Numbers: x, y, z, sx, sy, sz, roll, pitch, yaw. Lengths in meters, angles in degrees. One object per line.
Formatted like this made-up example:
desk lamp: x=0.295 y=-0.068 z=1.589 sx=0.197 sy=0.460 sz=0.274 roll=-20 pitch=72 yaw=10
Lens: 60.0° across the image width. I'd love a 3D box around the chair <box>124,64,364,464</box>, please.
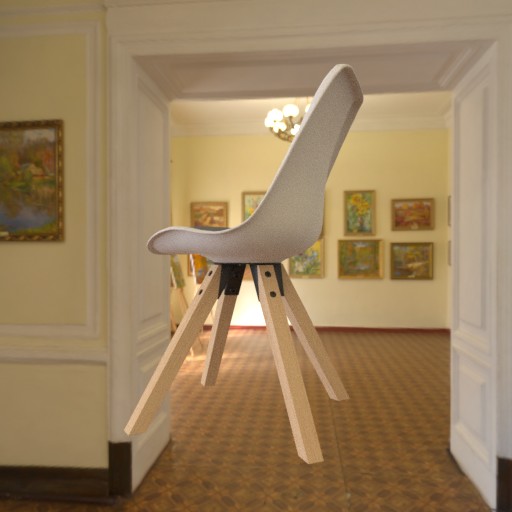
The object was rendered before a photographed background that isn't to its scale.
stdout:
chair: x=0.000 y=0.000 z=1.174 sx=0.550 sy=0.850 sz=0.485 roll=0 pitch=0 yaw=19
